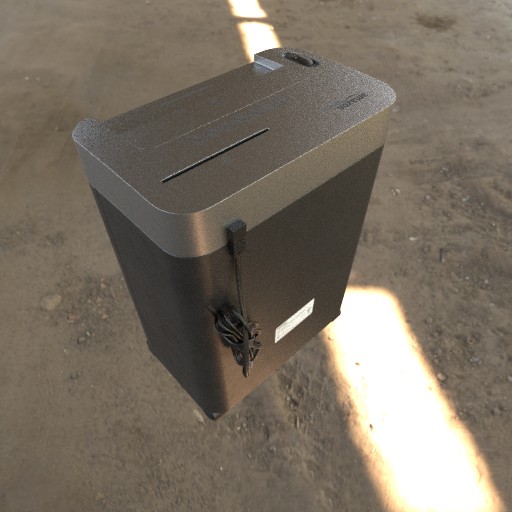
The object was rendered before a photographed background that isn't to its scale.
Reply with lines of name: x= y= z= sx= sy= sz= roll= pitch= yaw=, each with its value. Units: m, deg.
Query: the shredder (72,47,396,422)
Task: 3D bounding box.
shredder: x=0.000 y=0.000 z=0.598 sx=0.311 sy=0.419 sz=0.237 roll=-34 pitch=55 yaw=-28
